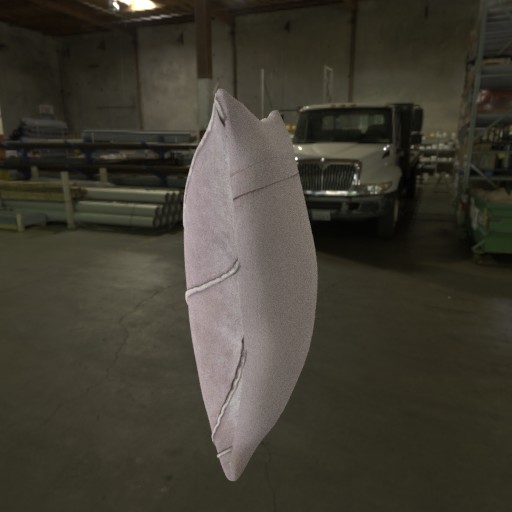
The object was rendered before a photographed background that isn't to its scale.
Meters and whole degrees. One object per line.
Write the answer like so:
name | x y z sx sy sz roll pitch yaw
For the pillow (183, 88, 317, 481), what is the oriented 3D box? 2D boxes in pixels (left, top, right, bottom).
pillow | 0.000 0.000 0.663 0.185 0.440 0.439 2 15 9
